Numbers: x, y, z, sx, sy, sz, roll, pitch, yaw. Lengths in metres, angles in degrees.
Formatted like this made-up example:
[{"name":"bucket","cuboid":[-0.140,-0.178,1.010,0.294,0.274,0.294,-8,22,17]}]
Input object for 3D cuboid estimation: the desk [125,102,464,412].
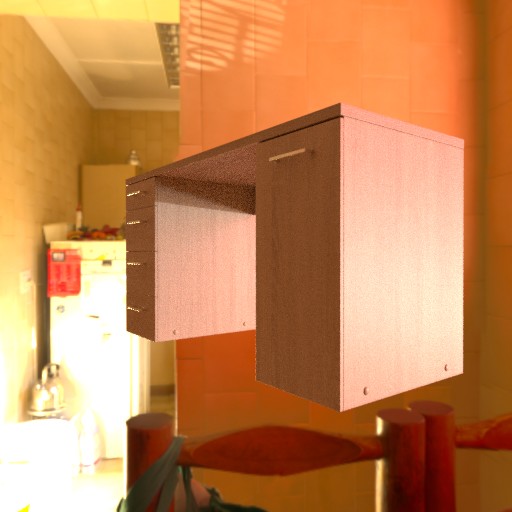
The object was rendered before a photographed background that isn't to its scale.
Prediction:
[{"name":"desk","cuboid":[0.000,0.000,1.772,0.600,0.740,1.390,0,0,-37]}]
